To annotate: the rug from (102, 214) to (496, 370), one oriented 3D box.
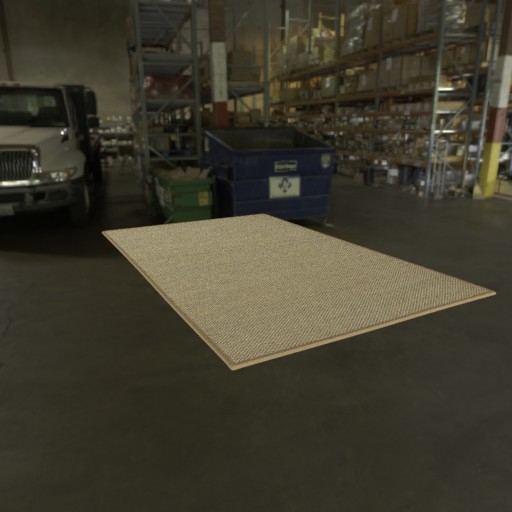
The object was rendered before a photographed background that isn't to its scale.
[{"bbox_3d":[0.000,0.000,2.041,1.062,0.013,1.667,-9,19,-28],"label":"rug"}]
